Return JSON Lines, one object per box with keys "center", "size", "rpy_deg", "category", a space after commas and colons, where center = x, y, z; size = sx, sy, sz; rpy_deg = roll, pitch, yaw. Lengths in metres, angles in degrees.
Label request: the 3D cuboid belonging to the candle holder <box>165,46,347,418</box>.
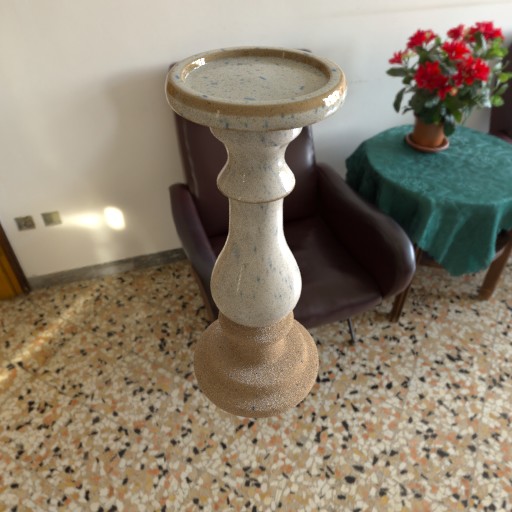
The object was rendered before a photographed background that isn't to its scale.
{"center": [0.000, 0.000, 0.250], "size": [0.088, 0.203, 0.088], "rpy_deg": [0, 41, 0], "category": "candle holder"}
